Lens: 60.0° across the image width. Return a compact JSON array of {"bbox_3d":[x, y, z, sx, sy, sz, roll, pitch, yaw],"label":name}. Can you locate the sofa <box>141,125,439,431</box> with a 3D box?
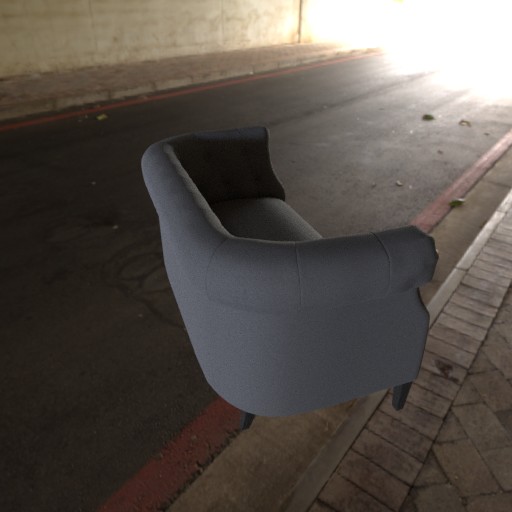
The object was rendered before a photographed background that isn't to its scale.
[{"bbox_3d":[0.000,0.000,2.024,0.835,0.827,1.558,-10,32,-17],"label":"sofa"}]
